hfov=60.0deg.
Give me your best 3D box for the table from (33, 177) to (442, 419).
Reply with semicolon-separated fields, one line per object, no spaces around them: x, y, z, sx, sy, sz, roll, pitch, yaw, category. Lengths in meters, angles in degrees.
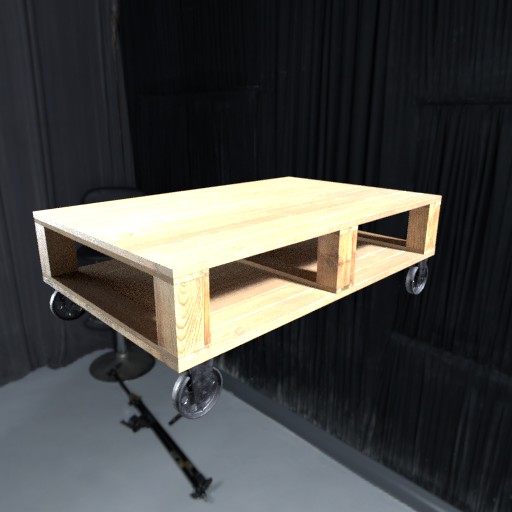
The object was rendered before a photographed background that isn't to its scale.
0.000;0.000;1.710;1.299;0.413;0.827;-16;24;-42;table
